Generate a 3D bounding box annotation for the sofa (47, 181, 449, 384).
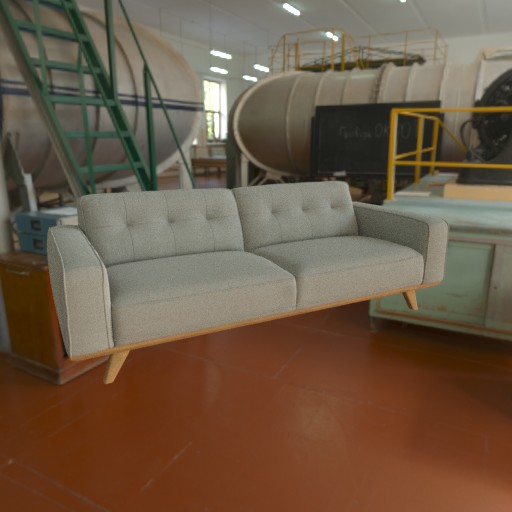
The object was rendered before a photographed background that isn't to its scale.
[{"bbox_3d":[0.000,0.000,2.694,2.270,0.781,0.956,-8,17,-26],"label":"sofa"}]
